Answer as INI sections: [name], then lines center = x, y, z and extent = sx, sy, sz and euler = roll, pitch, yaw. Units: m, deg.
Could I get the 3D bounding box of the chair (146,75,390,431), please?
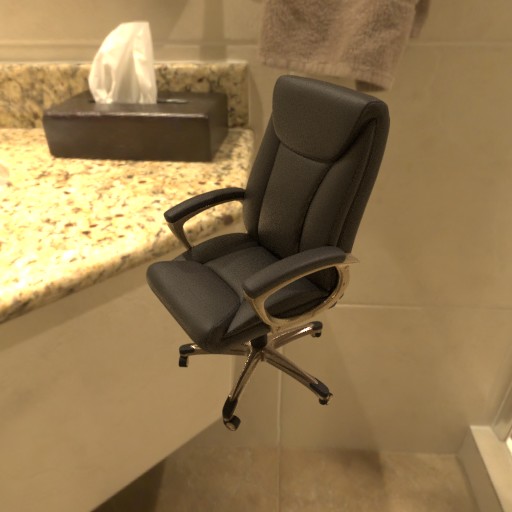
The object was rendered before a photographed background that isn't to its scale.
[chair]
center = 0.000, 0.000, 1.678
extent = 0.748, 1.188, 0.694
euler = -20, 38, -28
